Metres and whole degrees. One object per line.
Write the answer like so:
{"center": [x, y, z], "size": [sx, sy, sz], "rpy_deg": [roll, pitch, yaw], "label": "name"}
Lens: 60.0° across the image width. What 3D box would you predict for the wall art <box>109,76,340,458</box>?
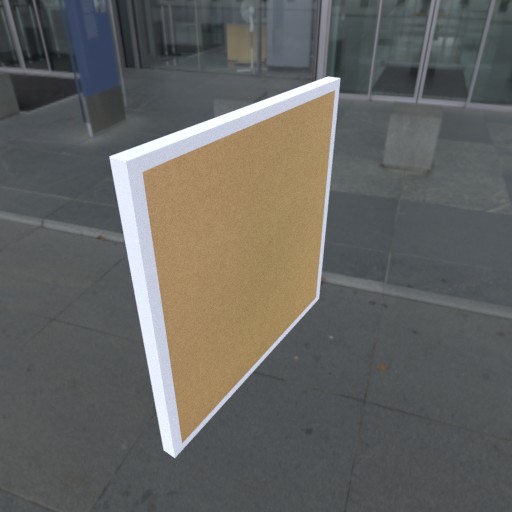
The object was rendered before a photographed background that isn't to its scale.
{"center": [0.000, 0.000, 1.157], "size": [0.038, 0.761, 0.763], "rpy_deg": [20, 38, 28], "label": "wall art"}
